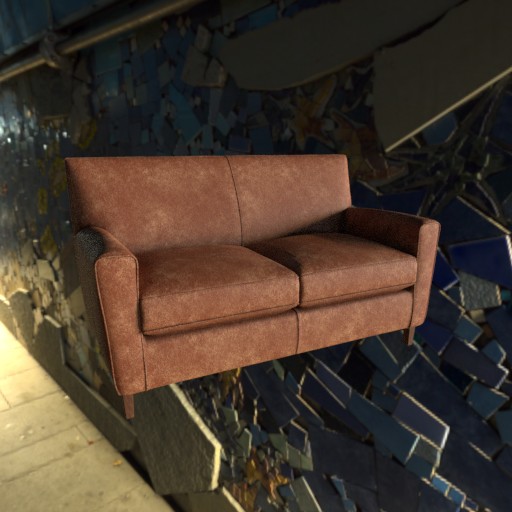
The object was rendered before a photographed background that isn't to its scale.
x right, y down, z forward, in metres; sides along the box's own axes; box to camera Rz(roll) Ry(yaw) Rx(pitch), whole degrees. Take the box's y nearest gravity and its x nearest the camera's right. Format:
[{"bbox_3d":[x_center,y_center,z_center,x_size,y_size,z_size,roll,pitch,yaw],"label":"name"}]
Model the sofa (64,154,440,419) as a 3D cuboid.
[{"bbox_3d":[0.000,0.000,2.001,1.473,0.871,0.787,-7,16,-26],"label":"sofa"}]
